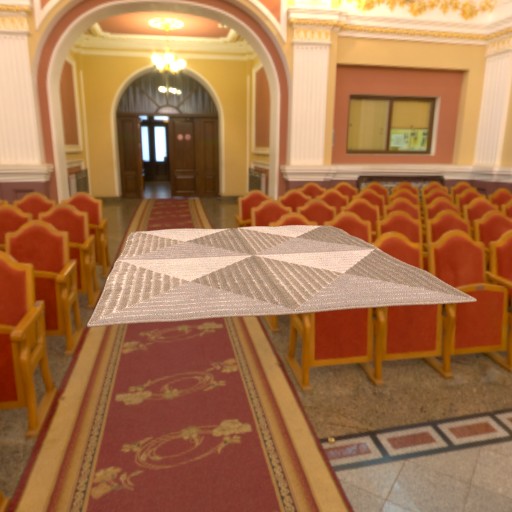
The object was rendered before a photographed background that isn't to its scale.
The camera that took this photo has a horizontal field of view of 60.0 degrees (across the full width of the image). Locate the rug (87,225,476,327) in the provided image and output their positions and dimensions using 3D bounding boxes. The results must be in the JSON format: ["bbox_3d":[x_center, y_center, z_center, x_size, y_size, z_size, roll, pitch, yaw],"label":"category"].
[{"bbox_3d":[0.000,0.000,0.904,0.551,0.008,0.642,-2,14,-10],"label":"rug"}]
